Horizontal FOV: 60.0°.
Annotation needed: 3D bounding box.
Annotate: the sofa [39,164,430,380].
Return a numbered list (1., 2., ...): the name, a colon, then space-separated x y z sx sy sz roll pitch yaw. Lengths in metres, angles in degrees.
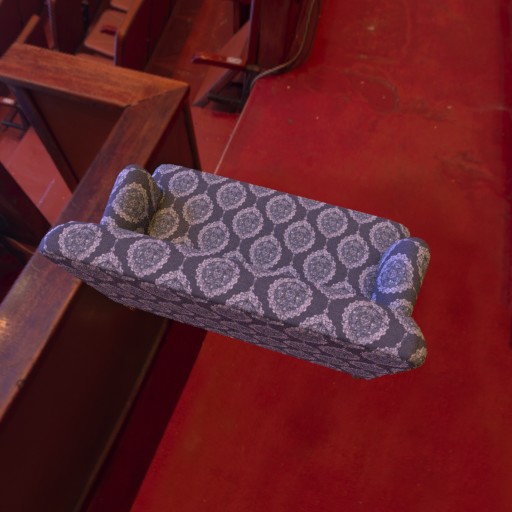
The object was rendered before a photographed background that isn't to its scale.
1. sofa: 0.000 0.000 1.792 1.297 0.867 0.779 16 63 8
